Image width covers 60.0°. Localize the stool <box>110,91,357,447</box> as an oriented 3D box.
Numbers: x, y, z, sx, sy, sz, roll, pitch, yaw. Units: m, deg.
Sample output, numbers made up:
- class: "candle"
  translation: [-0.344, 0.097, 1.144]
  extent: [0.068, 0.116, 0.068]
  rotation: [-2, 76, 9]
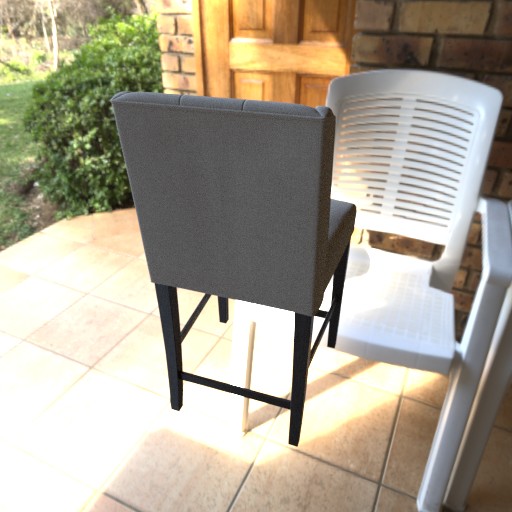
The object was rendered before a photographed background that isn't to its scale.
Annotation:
- class: "stool"
  translation: [0.000, 0.000, 1.237]
  extent: [0.474, 0.939, 0.509]
  rotation: [10, 32, 16]
